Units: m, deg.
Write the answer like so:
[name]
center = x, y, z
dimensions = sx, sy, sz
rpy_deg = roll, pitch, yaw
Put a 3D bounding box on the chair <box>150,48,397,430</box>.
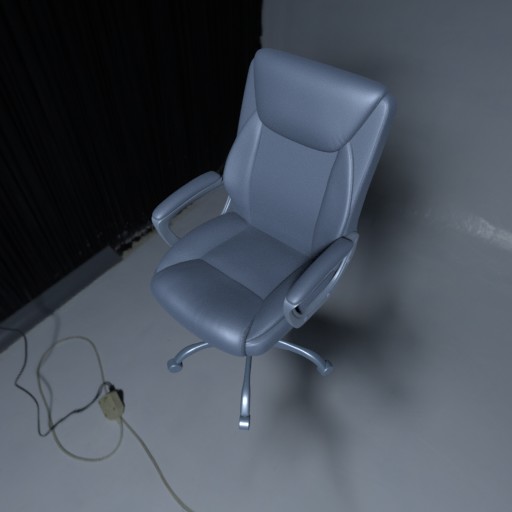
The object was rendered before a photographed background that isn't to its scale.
[chair]
center = 0.000, 0.000, 1.445
dimensions = 0.615, 1.072, 0.655
rpy_deg = 31, 53, 26
